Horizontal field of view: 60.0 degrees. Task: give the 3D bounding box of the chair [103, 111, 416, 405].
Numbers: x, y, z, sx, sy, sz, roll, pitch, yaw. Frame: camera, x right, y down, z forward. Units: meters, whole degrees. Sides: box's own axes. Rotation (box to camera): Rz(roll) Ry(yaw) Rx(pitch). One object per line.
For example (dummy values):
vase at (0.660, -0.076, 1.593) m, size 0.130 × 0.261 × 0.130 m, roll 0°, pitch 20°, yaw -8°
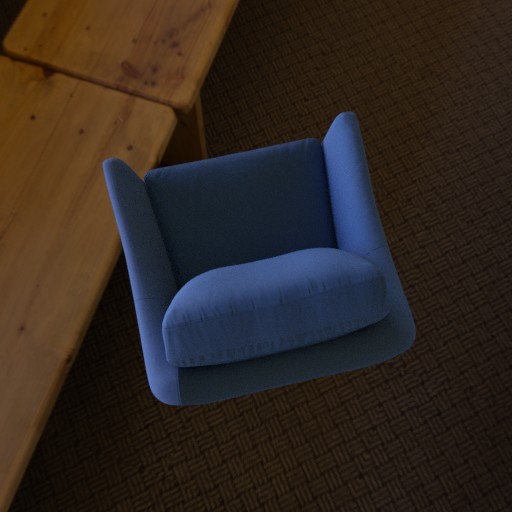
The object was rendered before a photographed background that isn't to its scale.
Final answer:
chair at (0.000, 0.000, 1.708) m, size 0.987 × 0.899 × 0.961 m, roll -12°, pitch 75°, yaw -3°
